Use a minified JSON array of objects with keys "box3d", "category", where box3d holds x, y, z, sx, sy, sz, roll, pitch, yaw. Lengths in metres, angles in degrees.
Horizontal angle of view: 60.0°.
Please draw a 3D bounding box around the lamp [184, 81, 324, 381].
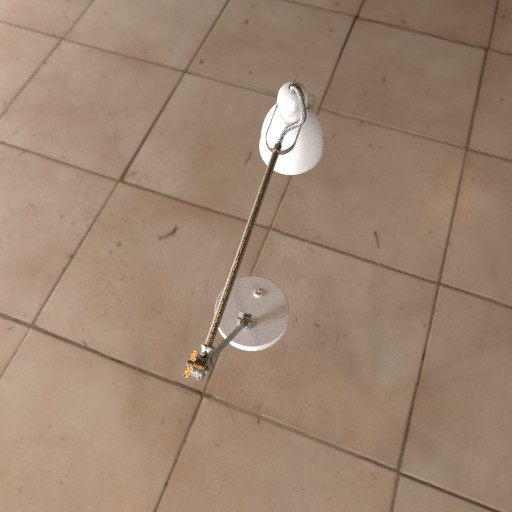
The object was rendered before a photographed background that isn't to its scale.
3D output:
[{"box3d":[0.000,0.000,0.889,0.187,0.587,0.561,18,66,8],"category":"lamp"}]
